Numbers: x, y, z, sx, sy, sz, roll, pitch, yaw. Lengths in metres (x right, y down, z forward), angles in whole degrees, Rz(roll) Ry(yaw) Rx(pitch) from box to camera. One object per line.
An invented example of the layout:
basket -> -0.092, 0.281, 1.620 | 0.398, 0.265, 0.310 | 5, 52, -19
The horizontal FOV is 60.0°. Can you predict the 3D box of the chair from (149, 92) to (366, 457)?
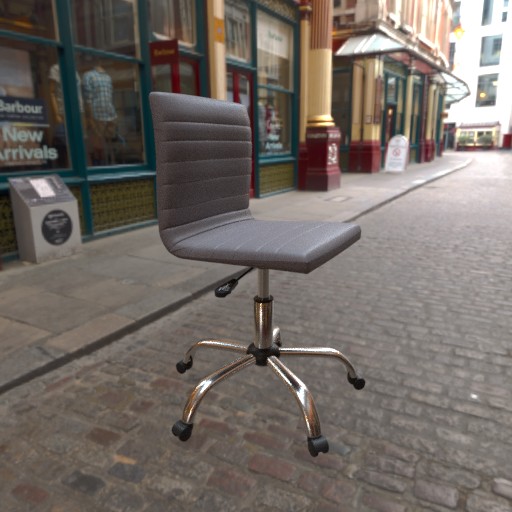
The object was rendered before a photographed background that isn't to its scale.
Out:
chair -> 0.000, 0.000, 1.135 | 0.530, 0.780, 0.556 | 8, 16, 27
